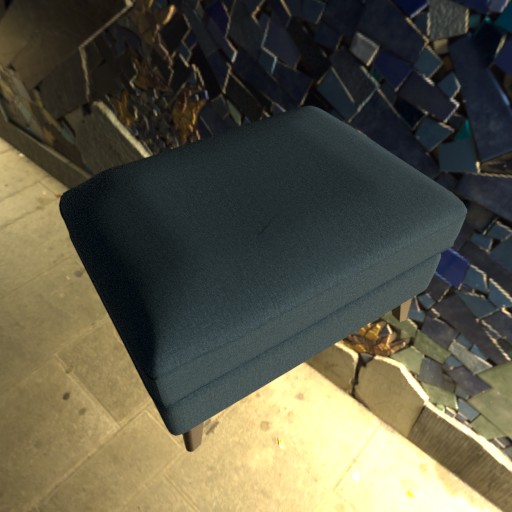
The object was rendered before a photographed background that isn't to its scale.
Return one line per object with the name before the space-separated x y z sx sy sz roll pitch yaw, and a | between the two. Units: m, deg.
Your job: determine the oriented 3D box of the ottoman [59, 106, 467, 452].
ottoman | 0.000 0.000 1.225 0.835 0.503 0.629 -25 51 -22
